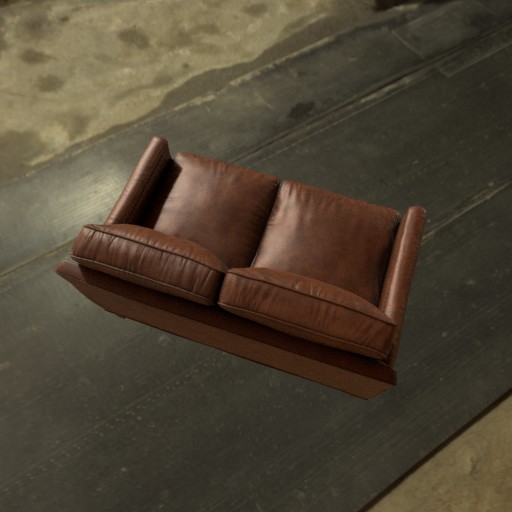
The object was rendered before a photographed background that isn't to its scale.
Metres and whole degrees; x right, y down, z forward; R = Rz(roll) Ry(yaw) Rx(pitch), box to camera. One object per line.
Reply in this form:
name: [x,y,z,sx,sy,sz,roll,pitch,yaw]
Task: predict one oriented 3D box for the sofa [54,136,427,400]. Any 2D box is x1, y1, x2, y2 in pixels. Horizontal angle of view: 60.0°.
sofa: [0.000,0.000,2.349,1.628,1.003,1.083,17,64,9]
